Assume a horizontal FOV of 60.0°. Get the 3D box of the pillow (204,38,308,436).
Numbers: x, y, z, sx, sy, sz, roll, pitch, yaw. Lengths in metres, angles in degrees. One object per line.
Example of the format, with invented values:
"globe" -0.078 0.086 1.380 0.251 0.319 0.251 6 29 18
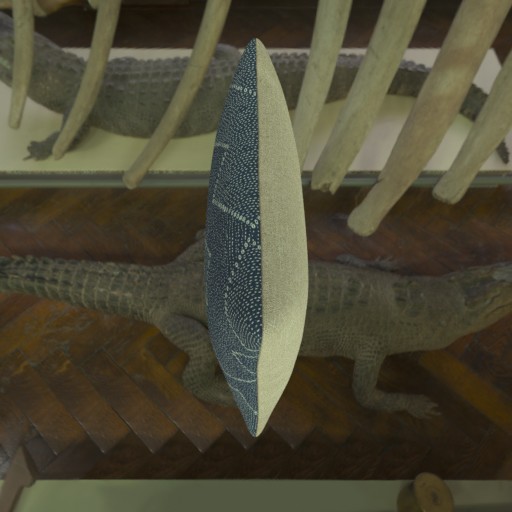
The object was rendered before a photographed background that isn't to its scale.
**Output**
"pillow" 0.000 0.000 0.665 0.148 0.428 0.435 -1 58 0
